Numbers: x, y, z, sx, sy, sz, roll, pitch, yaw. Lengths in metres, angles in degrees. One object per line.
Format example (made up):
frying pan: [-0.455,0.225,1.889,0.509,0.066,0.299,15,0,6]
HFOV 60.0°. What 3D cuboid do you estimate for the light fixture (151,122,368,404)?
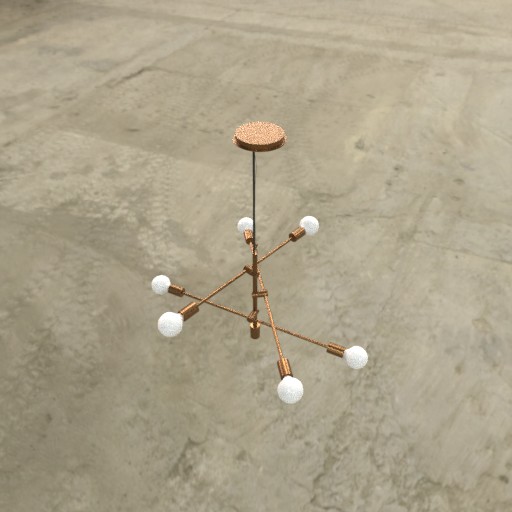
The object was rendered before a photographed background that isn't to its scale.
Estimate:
light fixture: [0.000,0.000,1.241,0.637,0.744,0.682,-25,48,-26]
